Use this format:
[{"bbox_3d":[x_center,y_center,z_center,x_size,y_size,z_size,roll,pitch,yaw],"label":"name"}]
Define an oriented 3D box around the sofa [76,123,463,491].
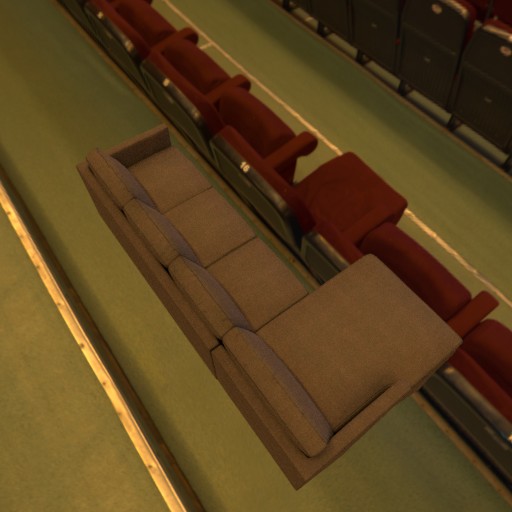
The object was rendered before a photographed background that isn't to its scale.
[{"bbox_3d":[0.000,0.000,3.769,1.650,0.922,3.205,-33,64,-19],"label":"sofa"}]
